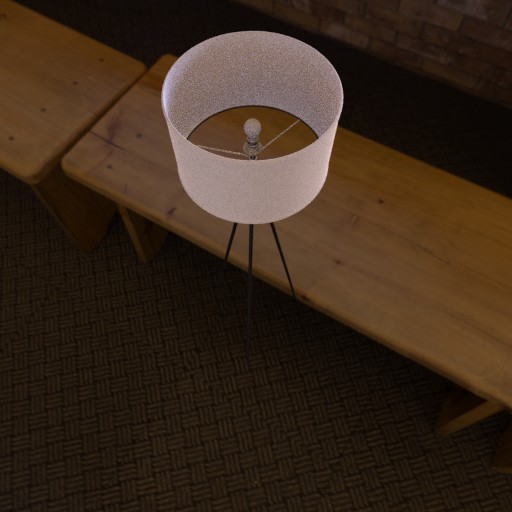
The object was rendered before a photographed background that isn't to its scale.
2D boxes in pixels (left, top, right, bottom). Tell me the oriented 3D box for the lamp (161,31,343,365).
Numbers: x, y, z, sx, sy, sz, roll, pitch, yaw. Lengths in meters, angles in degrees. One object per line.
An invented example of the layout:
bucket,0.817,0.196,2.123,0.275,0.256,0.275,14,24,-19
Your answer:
lamp,0.000,0.000,1.673,0.448,1.545,0.458,-1,63,0
